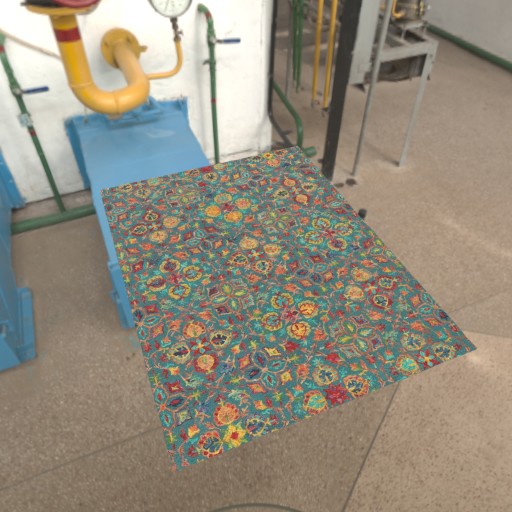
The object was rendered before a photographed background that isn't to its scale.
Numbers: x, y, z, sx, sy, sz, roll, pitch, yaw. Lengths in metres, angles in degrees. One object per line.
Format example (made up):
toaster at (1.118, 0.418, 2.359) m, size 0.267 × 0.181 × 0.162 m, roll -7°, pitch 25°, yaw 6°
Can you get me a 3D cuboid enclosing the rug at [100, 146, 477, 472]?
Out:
rug at (0.000, 0.000, 4.182) m, size 2.434 × 0.025 × 3.204 m, roll -16°, pitch 47°, yaw -15°
